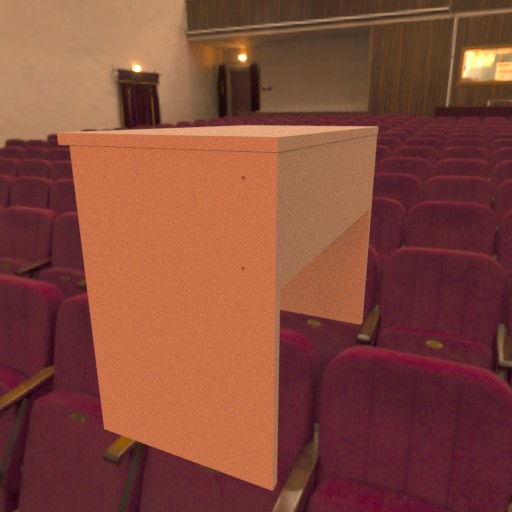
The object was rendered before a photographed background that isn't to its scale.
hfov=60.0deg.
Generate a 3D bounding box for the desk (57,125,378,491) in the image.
[{"bbox_3d":[0.000,0.000,1.322,0.498,0.729,0.900,8,19,24],"label":"desk"}]
